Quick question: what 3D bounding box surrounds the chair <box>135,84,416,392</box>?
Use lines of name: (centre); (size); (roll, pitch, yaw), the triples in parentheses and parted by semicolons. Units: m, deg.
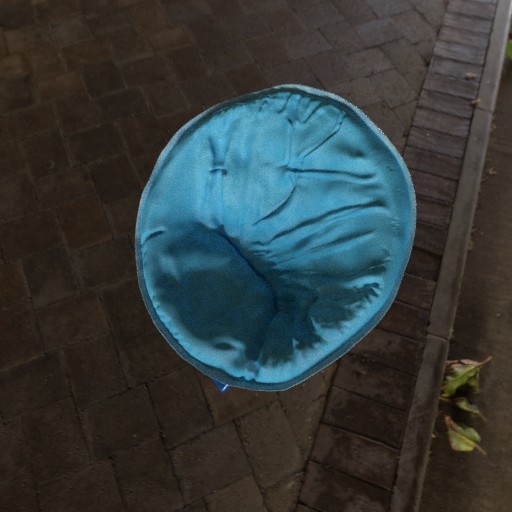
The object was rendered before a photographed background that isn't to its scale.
chair: (0.000, 0.000, 0.875); (0.465, 0.478, 0.520); (-34, 68, -16)
